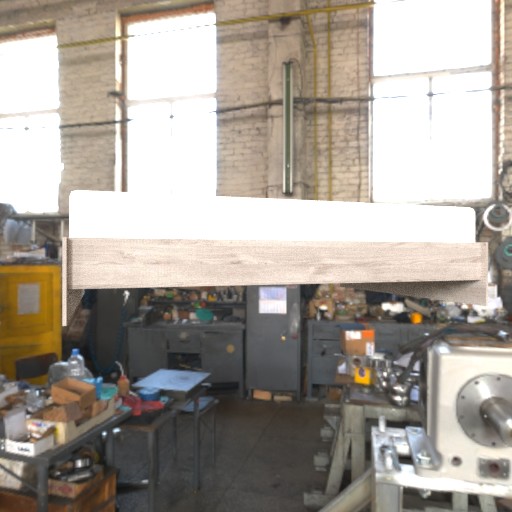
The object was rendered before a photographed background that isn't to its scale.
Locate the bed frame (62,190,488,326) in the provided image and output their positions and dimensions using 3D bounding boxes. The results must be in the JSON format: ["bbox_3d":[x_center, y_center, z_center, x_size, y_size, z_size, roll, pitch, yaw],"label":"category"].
[{"bbox_3d":[0.000,0.000,2.573,1.945,0.497,1.445,0,0,-19],"label":"bed frame"}]
